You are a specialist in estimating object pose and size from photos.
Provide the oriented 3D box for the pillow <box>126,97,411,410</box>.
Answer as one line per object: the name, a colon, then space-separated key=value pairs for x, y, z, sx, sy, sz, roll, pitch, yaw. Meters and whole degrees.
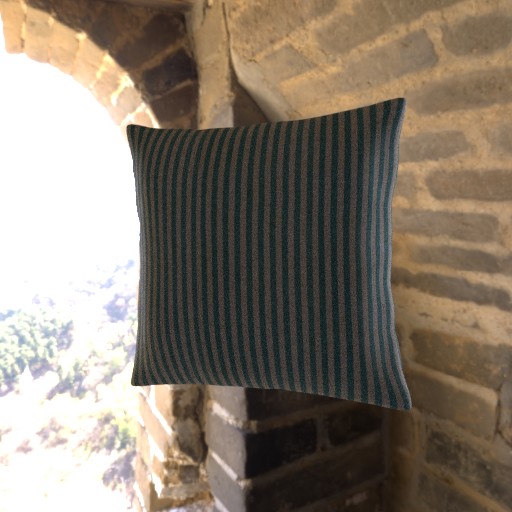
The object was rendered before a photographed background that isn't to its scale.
pillow: x=0.000 y=0.000 z=0.790 sx=0.523 sy=0.510 sz=0.166 roll=0 pitch=0 yaw=17
